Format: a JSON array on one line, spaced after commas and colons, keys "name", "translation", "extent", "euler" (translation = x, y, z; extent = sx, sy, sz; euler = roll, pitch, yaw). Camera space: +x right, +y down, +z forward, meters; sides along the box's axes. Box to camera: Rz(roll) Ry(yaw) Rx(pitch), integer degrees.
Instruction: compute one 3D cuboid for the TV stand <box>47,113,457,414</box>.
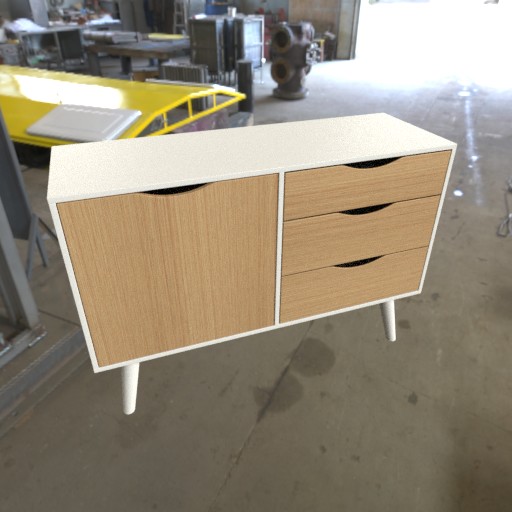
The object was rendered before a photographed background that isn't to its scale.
[{"name": "TV stand", "translation": [0.000, 0.000, 1.591], "extent": [1.193, 0.812, 0.406], "euler": [-11, 34, -17]}]
